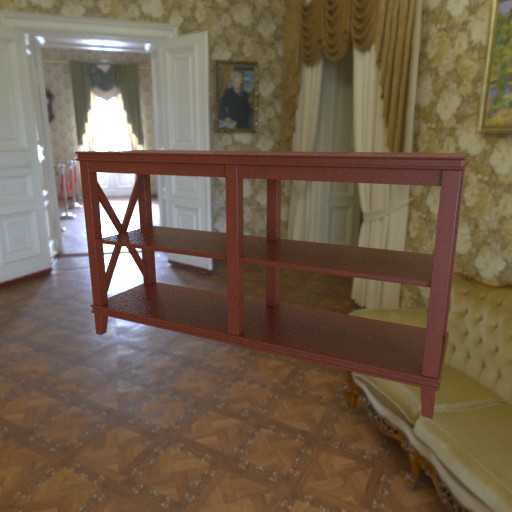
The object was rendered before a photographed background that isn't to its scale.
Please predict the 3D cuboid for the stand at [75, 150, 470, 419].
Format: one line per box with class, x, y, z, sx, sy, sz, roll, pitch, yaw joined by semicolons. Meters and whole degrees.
stand;0.000;0.000;1.671;1.372;0.762;0.381;7;16;26
